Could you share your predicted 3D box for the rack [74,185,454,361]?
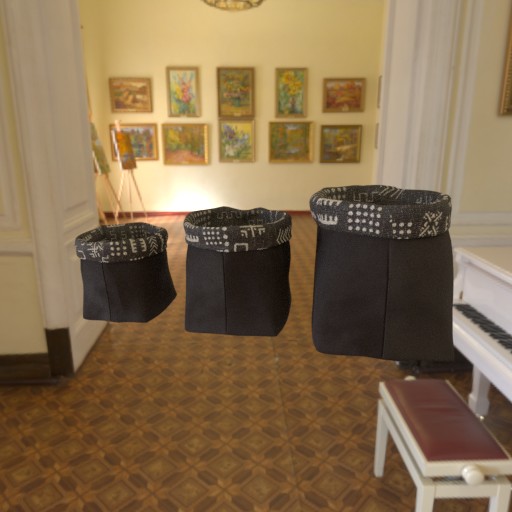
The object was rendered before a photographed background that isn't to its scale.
[{"bbox_3d":[0.000,0.000,1.080,0.905,0.323,0.379,3,15,10],"label":"rack"}]
